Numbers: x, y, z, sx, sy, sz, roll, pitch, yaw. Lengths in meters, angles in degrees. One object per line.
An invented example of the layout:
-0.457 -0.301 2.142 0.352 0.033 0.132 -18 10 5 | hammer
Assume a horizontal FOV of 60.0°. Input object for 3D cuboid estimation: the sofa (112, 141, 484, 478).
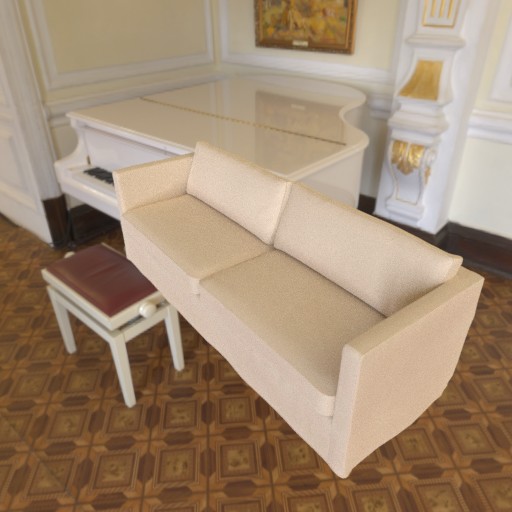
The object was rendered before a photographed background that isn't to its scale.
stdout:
0.000 0.000 3.216 1.036 0.999 2.779 -22 38 -31 | sofa
